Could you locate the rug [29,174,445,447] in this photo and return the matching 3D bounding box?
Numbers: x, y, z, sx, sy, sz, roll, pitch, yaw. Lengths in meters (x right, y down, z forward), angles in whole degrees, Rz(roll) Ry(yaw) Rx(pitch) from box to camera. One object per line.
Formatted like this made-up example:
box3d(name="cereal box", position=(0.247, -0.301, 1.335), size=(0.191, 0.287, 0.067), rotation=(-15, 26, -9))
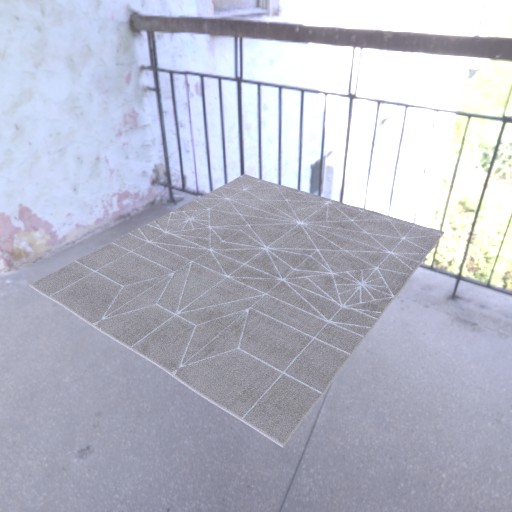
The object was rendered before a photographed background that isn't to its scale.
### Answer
box3d(name="rug", position=(0.000, 0.000, 0.878), size=(0.548, 0.006, 0.639), rotation=(22, 39, 30))
